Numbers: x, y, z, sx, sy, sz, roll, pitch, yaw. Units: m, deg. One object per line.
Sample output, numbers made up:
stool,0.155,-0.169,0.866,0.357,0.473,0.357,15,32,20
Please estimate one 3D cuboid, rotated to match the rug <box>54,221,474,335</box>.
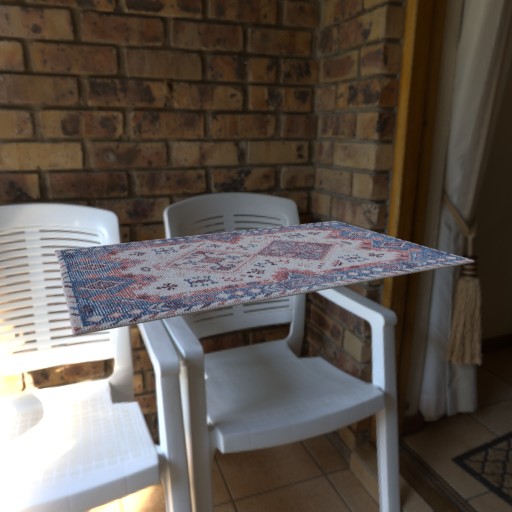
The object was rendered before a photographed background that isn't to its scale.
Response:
rug,0.000,0.000,3.030,2.464,0.023,1.521,-8,17,-25
